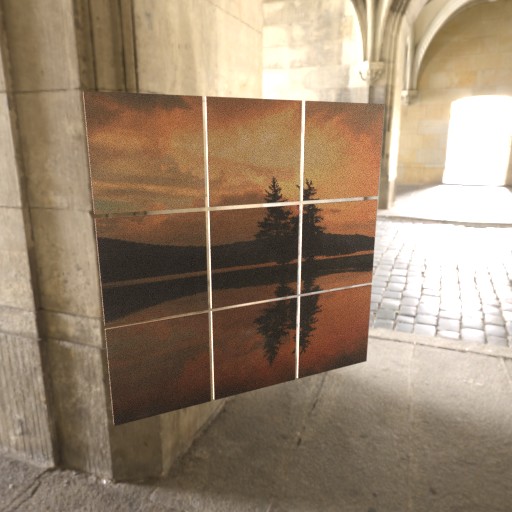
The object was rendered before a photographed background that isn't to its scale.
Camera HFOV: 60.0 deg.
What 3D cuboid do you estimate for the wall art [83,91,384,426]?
[{"bbox_3d":[0.000,0.000,1.814,1.216,1.218,0.013,-7,16,-24],"label":"wall art"}]
